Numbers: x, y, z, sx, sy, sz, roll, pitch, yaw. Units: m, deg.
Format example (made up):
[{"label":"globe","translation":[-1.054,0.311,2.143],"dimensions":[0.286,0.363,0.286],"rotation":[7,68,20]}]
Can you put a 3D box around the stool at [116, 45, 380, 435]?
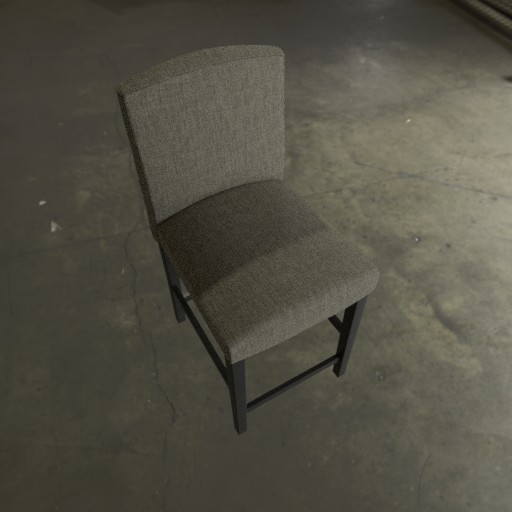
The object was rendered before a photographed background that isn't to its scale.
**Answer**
[{"label":"stool","translation":[0.000,0.000,1.263],"dimensions":[0.451,0.966,0.552],"rotation":[-23,52,-20]}]
